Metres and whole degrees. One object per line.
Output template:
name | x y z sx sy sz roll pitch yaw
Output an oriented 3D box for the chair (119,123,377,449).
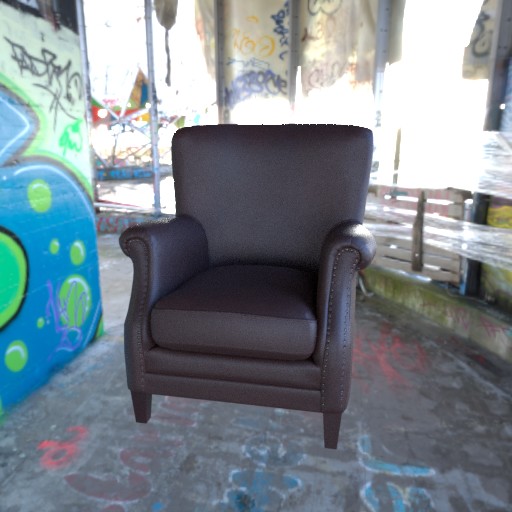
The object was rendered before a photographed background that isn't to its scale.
chair | 0.000 0.000 1.357 0.700 0.800 0.746 3 15 10
